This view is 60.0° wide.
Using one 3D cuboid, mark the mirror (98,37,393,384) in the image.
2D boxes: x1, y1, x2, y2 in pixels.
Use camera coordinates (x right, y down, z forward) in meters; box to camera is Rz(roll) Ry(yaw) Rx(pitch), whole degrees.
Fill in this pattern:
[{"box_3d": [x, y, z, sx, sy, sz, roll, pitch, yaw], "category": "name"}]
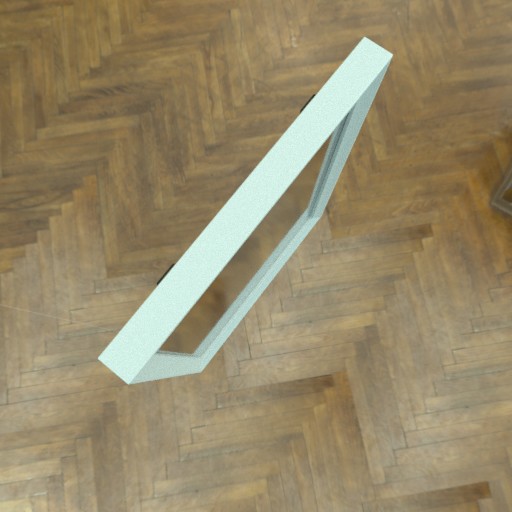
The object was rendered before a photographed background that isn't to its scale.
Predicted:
[{"box_3d": [0.000, 0.000, 0.661, 0.041, 0.509, 0.406, 37, 79, 8], "category": "mirror"}]
